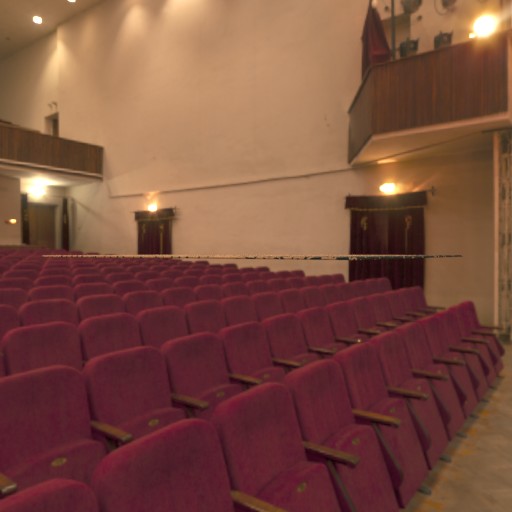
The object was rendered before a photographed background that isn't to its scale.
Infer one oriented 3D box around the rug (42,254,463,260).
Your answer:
[{"bbox_3d":[0.000,0.000,4.064,3.017,0.014,2.416,0,1,37],"label":"rug"}]
